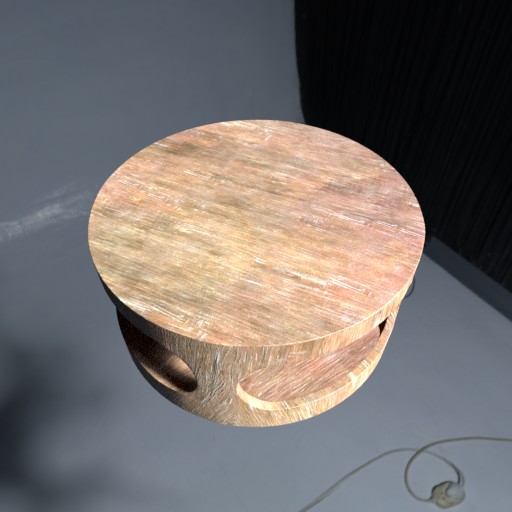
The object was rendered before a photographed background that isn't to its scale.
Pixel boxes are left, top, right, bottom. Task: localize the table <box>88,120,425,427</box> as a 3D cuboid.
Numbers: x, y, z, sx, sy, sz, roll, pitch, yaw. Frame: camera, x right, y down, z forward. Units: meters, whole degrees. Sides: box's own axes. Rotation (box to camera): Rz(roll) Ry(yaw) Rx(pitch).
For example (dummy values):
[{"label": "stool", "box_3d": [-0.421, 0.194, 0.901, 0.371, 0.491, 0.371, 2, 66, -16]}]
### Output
[{"label": "table", "box_3d": [0.000, 0.000, 1.488, 0.974, 0.450, 0.974, 0, 47, 0]}]
